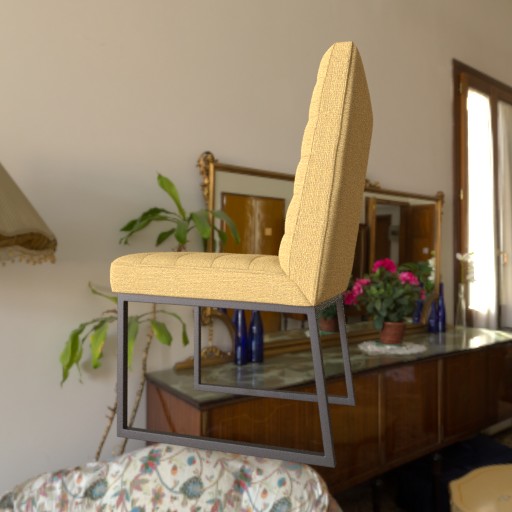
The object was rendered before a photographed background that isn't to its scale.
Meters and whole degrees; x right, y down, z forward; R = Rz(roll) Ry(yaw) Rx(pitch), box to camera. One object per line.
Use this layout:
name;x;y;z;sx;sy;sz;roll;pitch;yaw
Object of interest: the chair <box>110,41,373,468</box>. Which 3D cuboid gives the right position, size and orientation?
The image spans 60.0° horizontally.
chair;0.000;0.000;1.268;0.634;0.930;0.520;0;-1;18
